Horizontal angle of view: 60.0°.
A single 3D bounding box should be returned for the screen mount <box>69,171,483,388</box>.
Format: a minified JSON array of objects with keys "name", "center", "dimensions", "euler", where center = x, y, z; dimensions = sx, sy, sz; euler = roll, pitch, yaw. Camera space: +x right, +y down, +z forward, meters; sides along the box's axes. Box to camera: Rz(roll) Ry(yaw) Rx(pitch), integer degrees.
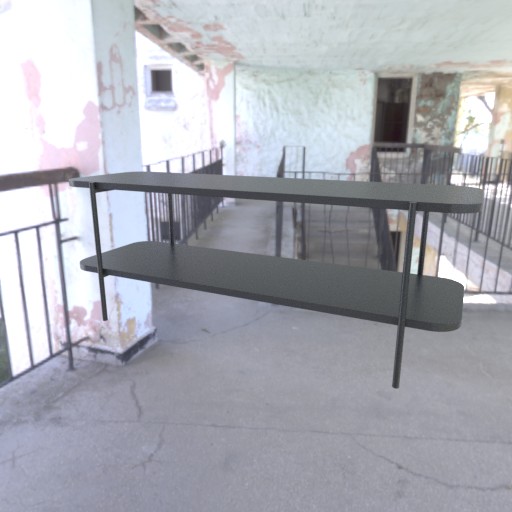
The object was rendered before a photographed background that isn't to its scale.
[{"name":"screen mount","center":[0.000,0.000,1.367],"dimensions":[1.200,0.447,0.400],"euler":[7,17,24]}]
